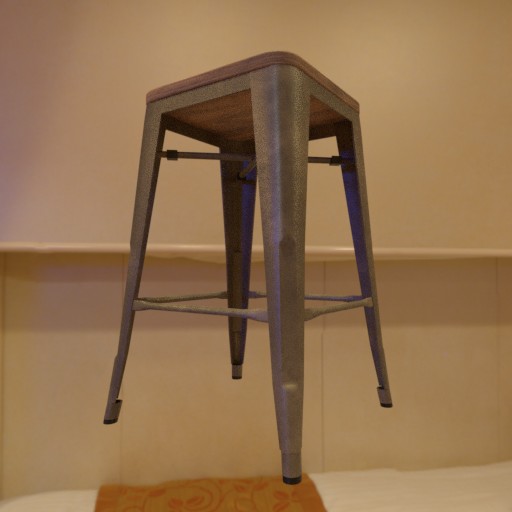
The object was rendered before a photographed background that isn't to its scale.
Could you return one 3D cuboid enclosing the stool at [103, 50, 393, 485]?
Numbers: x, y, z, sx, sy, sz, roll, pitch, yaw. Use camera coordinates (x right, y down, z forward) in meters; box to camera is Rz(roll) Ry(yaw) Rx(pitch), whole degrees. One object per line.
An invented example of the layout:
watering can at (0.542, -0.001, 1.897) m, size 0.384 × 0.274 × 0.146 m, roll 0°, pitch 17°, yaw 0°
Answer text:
stool at (0.000, 0.000, 0.861) m, size 0.407 × 0.607 × 0.407 m, roll -1°, pitch -1°, yaw 35°
